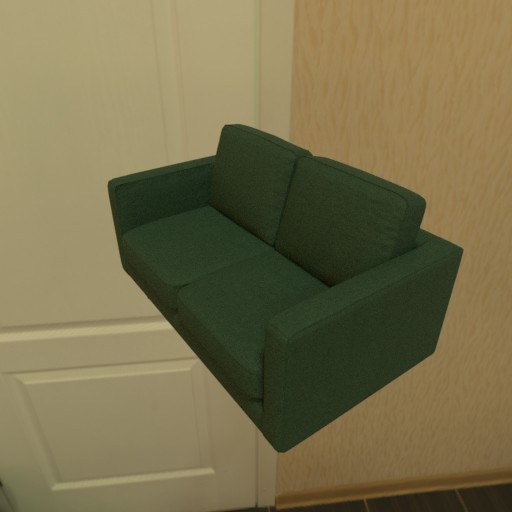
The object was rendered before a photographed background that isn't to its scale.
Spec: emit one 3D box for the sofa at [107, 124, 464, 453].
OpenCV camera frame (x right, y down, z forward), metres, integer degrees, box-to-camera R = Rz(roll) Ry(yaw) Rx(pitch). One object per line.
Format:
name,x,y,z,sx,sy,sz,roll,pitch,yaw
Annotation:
sofa,0.000,0.000,2.035,0.879,0.899,1.430,-21,37,-30
